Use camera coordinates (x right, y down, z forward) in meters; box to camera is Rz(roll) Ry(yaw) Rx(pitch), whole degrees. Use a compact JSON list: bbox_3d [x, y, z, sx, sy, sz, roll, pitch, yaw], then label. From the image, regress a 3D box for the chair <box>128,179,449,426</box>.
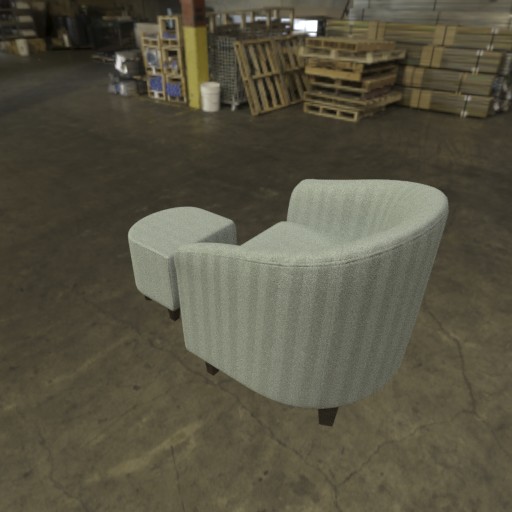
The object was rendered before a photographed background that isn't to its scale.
[{"bbox_3d":[0.000,0.000,1.727,1.288,0.757,0.756,22,38,32],"label":"chair"}]
